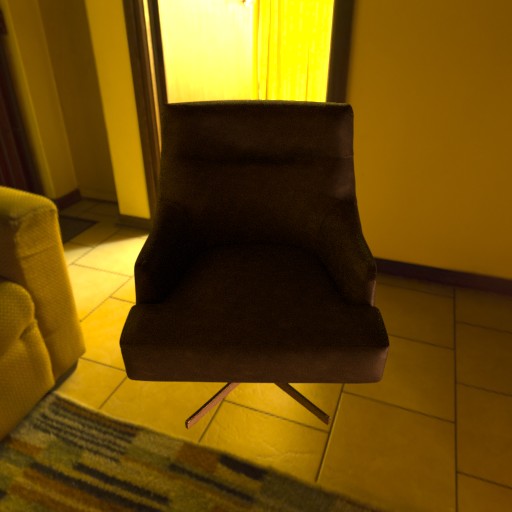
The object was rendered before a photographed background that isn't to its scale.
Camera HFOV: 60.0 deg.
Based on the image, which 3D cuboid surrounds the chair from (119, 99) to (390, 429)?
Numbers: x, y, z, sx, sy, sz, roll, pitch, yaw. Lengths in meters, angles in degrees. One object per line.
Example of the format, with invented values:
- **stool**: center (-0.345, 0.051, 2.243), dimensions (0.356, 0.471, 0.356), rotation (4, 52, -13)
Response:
- **chair**: center (0.000, 0.000, 1.508), dimensions (0.738, 0.870, 0.874), rotation (0, 30, 1)
